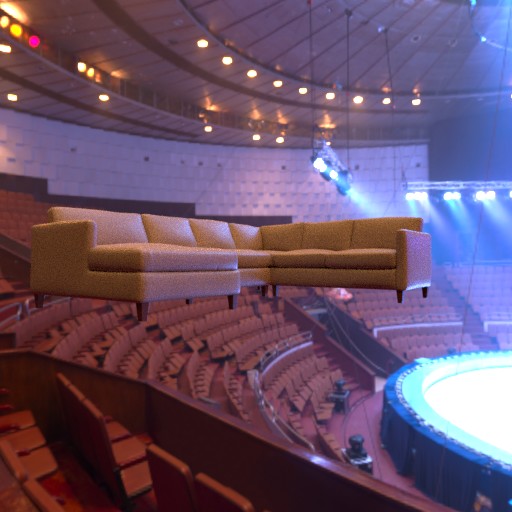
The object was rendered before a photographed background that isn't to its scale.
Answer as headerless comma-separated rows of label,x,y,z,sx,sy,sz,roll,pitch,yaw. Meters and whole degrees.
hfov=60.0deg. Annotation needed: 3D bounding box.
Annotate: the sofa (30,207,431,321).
sofa,0.000,0.000,4.593,2.594,0.961,3.460,-1,-1,38
